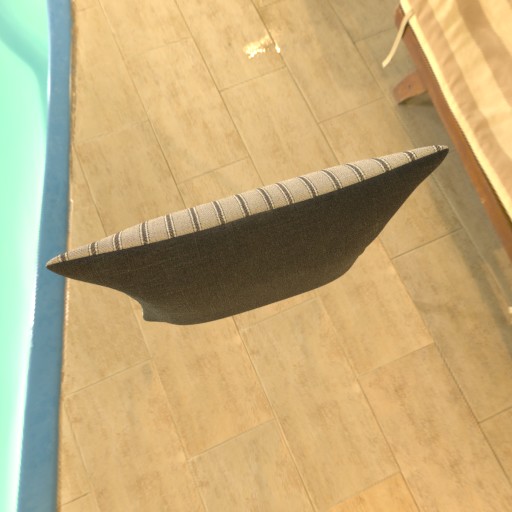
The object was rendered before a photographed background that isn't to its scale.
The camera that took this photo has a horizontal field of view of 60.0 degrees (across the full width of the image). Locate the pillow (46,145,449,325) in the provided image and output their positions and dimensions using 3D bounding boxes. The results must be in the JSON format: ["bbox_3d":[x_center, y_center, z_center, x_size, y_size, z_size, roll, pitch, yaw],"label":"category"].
[{"bbox_3d":[0.000,0.000,0.692,0.468,0.444,0.138,-17,75,-5],"label":"pillow"}]
